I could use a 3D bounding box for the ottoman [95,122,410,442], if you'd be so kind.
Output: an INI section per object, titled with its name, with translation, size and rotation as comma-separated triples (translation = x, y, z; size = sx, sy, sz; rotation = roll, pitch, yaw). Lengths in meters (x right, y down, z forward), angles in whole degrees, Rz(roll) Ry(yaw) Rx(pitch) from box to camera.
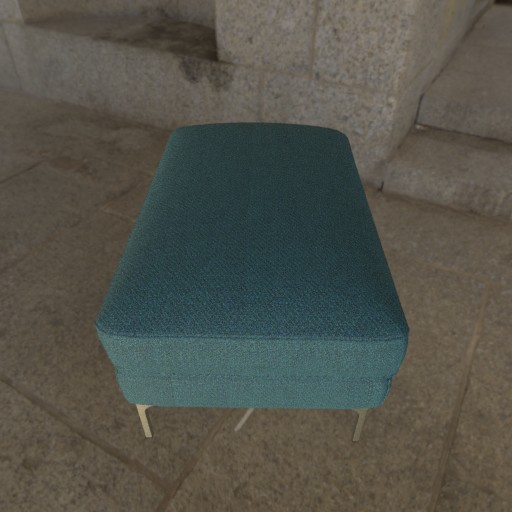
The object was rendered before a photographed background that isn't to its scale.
[ottoman]
translation = 0.000, 0.000, 1.185
size = 0.563, 0.498, 0.856
rotation = 1, 40, 1
